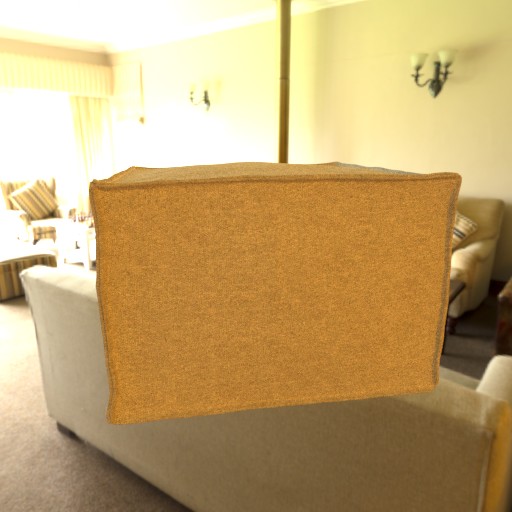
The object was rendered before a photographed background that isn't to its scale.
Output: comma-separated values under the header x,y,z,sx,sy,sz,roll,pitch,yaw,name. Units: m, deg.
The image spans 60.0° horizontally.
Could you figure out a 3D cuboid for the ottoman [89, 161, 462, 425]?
x,y,z,sx,sy,sz,roll,pitch,yaw,name
0.000,0.000,1.133,0.707,0.470,0.696,-3,15,-10,ottoman
